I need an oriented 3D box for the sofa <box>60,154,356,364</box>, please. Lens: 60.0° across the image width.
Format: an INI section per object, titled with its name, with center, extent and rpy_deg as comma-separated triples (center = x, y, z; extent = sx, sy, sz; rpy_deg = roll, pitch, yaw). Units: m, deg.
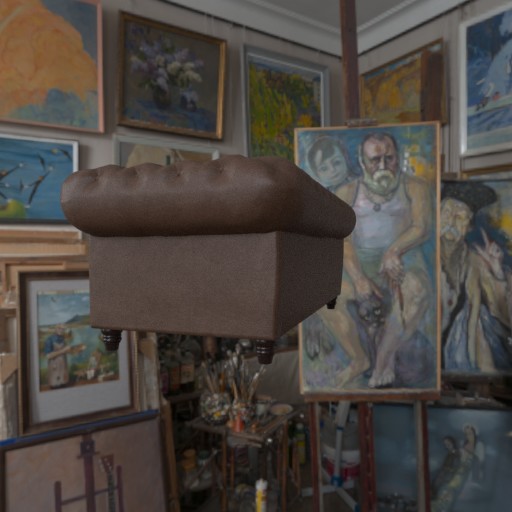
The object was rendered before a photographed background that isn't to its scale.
[sofa]
center = 0.000, 0.000, 2.521
extent = 0.955, 0.784, 2.048
rpy_deg = 0, 1, 19
